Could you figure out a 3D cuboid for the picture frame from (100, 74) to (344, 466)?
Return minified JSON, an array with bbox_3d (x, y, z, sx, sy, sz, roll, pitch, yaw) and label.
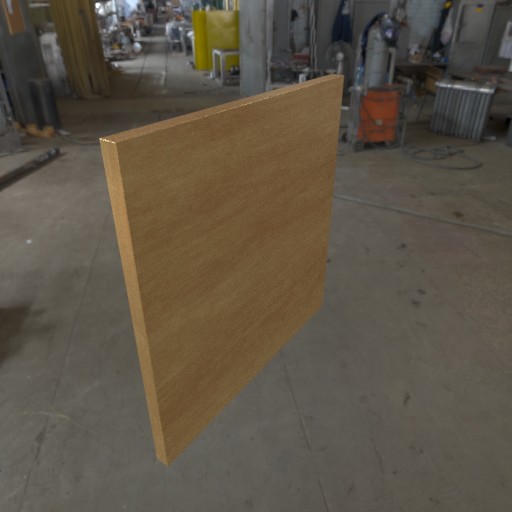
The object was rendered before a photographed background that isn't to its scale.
[{"bbox_3d":[0.000,0.000,1.112,0.037,0.761,0.758,20,36,30],"label":"picture frame"}]
